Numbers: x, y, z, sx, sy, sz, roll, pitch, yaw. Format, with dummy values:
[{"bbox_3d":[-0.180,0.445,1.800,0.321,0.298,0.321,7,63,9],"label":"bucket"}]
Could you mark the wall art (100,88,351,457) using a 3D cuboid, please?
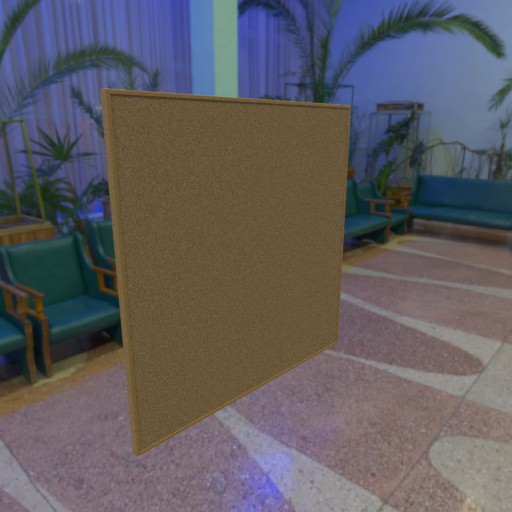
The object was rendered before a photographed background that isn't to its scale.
[{"bbox_3d":[0.000,0.000,0.682,0.013,0.455,0.457,15,22,43],"label":"wall art"}]
